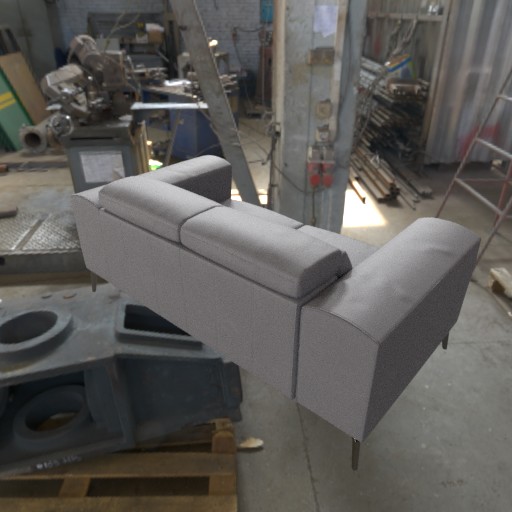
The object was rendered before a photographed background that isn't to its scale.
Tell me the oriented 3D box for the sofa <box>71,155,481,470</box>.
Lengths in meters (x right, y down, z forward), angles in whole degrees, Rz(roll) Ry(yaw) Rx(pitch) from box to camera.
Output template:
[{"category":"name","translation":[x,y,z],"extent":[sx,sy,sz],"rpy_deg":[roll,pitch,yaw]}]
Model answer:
[{"category":"sofa","translation":[0.000,0.000,2.331],"extent":[1.895,0.779,1.003],"rpy_deg":[23,37,35]}]
